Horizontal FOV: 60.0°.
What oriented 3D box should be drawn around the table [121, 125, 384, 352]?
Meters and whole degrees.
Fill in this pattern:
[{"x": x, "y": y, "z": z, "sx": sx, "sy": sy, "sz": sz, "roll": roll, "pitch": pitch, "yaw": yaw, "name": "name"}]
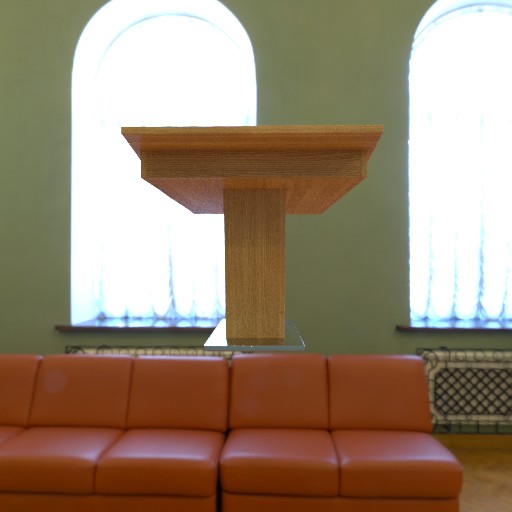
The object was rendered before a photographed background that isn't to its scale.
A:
[{"x": 0.000, "y": 0.000, "z": 2.096, "sx": 0.900, "sy": 0.748, "sz": 1.598, "roll": 0, "pitch": -1, "yaw": 1, "name": "table"}]
